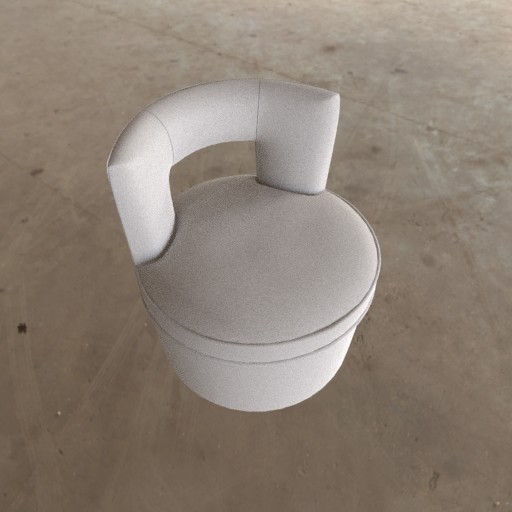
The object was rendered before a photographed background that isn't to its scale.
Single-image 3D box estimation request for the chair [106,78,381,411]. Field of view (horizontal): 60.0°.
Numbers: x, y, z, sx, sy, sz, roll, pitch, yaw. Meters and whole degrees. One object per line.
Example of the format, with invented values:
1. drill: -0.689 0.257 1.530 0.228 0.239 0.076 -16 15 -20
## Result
1. chair: 0.000 0.000 1.223 0.650 0.723 0.665 -24 51 -21
